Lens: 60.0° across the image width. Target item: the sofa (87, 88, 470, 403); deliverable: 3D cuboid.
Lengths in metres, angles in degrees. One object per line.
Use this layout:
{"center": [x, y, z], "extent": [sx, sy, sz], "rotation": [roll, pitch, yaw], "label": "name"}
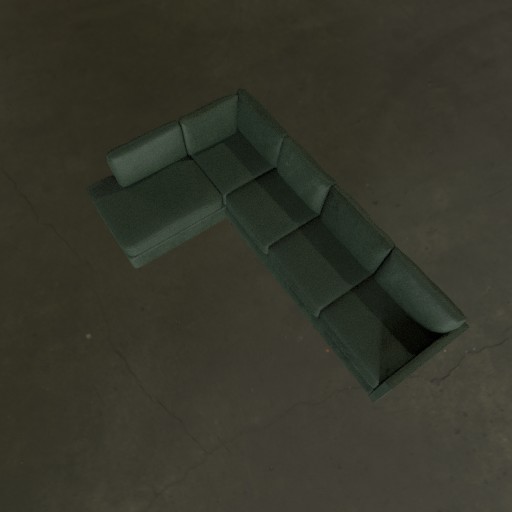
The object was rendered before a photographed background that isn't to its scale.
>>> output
{"center": [0.000, 0.000, 4.314], "extent": [2.048, 0.996, 3.384], "rotation": [-32, 66, -16], "label": "sofa"}
